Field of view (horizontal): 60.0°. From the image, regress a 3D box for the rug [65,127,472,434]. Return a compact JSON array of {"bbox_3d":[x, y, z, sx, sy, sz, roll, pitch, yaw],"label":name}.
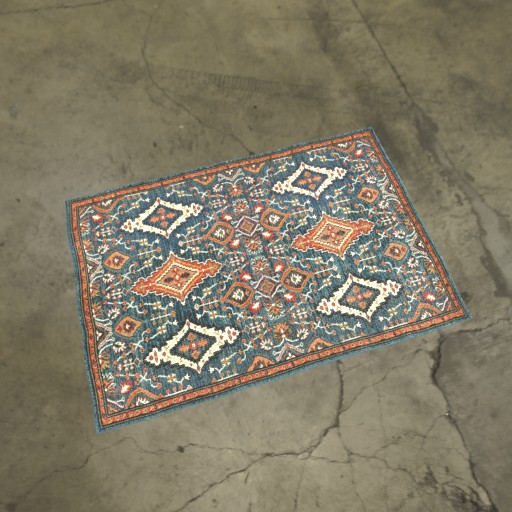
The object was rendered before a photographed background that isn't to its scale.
[{"bbox_3d":[0.000,0.000,2.957,2.373,0.009,1.622,-15,66,-7],"label":"rug"}]
